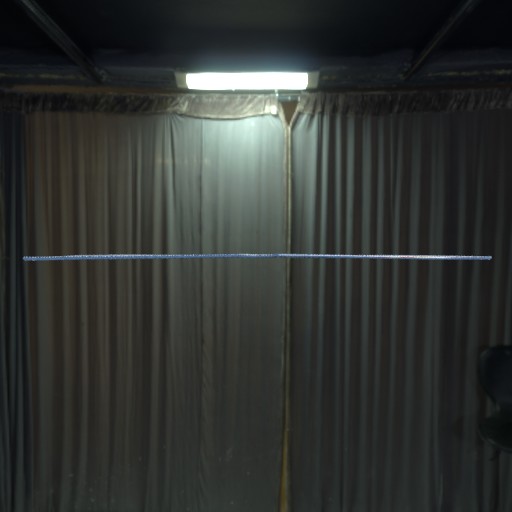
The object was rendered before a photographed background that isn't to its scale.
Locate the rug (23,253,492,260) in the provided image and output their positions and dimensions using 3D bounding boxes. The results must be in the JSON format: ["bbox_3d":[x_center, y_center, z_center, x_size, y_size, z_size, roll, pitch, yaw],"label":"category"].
[{"bbox_3d":[0.000,0.000,2.256,1.793,0.025,1.159,0,0,-1],"label":"rug"}]
